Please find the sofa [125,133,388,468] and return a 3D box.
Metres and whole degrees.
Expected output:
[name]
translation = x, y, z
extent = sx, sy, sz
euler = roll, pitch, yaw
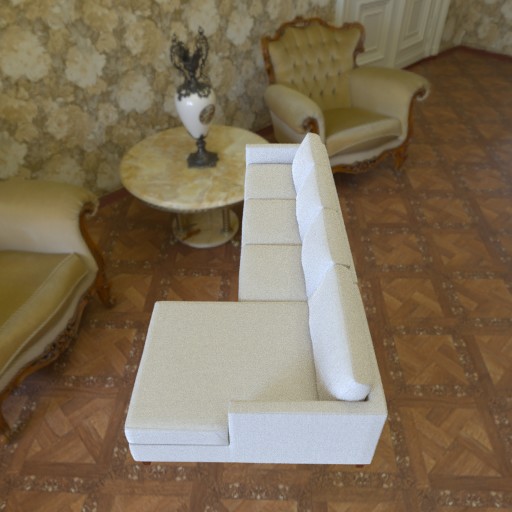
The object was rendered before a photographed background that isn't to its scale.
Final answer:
[sofa]
translation = 0.000, 0.000, 4.032
extent = 1.599, 0.954, 3.471
euler = 0, 40, 1
